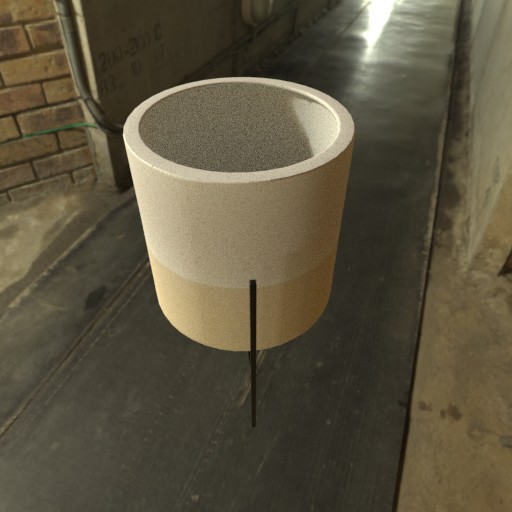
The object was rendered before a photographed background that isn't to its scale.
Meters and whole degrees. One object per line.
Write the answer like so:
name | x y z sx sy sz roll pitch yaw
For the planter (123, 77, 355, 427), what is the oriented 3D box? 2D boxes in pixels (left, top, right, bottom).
planter | 0.000 0.000 0.570 0.263 0.362 0.267 -12 44 -12
